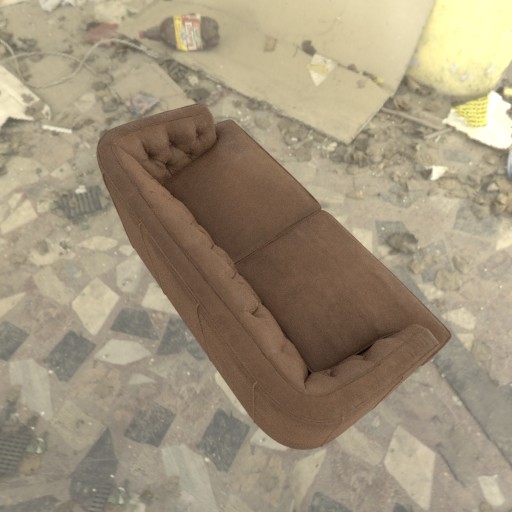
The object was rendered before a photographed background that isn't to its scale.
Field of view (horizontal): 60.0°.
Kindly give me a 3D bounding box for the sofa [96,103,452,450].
[{"bbox_3d":[0.000,0.000,2.226,0.917,0.799,1.767,-32,63,-18],"label":"sofa"}]
